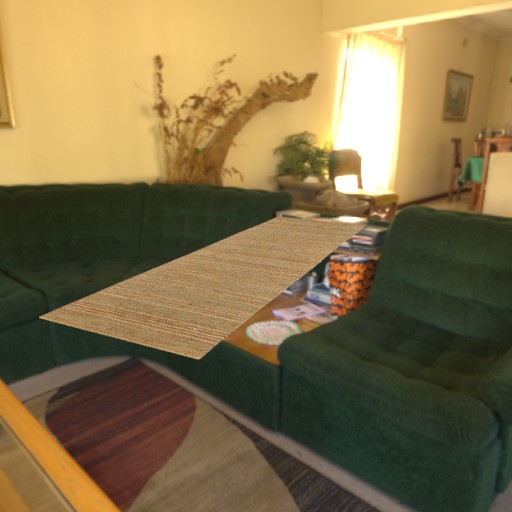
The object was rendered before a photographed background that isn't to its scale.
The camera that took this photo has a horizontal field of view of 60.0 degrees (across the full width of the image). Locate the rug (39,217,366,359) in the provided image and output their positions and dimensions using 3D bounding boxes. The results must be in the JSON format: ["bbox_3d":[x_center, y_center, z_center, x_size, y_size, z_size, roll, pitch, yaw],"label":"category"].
[{"bbox_3d":[0.000,0.000,2.696,0.783,0.006,2.438,8,17,25],"label":"rug"}]
